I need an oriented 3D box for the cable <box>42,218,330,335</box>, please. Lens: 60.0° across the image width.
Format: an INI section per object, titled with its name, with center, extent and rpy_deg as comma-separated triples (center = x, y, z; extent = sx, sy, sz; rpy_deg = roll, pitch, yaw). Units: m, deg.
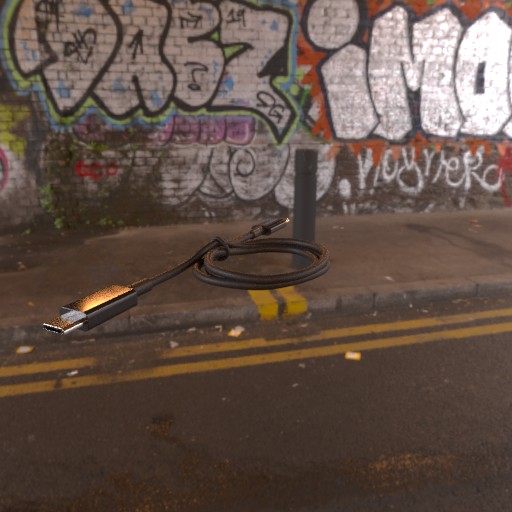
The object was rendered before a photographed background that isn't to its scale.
[cable]
center = 0.000, 0.000, 0.217
extent = 0.070, 0.014, 0.192
rpy_deg = 8, 19, 25
